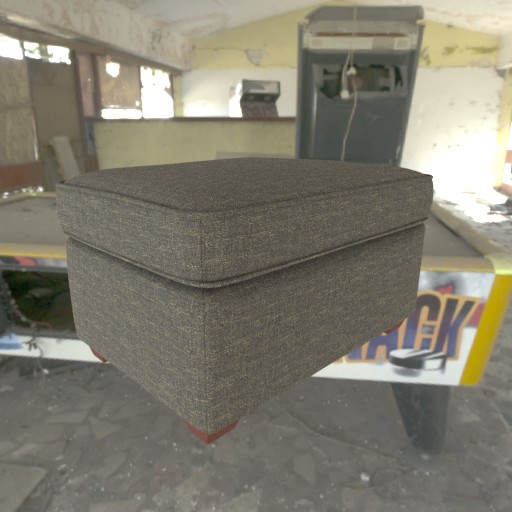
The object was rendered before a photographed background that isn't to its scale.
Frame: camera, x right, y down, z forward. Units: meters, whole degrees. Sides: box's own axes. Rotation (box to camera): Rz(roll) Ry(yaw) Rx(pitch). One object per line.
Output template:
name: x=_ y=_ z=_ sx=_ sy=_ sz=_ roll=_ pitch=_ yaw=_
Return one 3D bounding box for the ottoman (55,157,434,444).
ottoman: x=0.000 y=0.000 z=1.064 sx=0.749 sy=0.450 sz=0.549 roll=-15 pitch=22 yaw=-42
